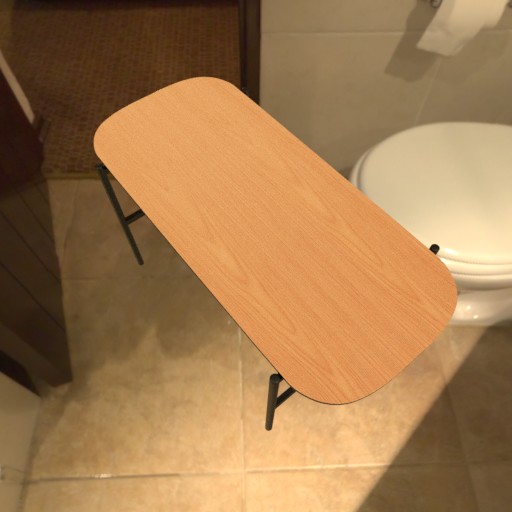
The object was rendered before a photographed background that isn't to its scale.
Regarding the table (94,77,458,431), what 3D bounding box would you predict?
[{"bbox_3d":[0.000,0.000,1.033,0.400,0.400,0.800,-34,65,-19],"label":"table"}]
